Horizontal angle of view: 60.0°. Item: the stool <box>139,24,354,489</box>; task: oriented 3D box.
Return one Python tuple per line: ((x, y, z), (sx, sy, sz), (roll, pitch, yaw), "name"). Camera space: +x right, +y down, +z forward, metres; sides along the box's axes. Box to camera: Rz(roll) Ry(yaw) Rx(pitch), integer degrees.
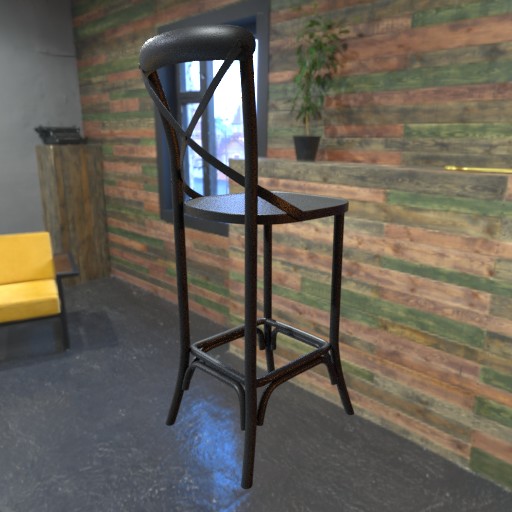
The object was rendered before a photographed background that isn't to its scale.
((0.000, 0.000, 1.358), (0.584, 1.168, 0.457), (-14, 20, -42), "stool")
